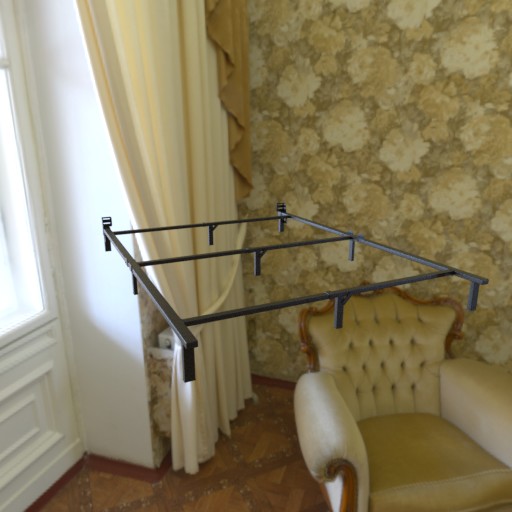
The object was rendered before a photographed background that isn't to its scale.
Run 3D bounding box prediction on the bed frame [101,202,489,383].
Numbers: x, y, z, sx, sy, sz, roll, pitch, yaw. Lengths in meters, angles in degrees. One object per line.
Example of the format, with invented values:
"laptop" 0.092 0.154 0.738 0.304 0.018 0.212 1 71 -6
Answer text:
"bed frame" 0.000 0.000 2.658 1.498 0.248 1.990 -8 18 -25
